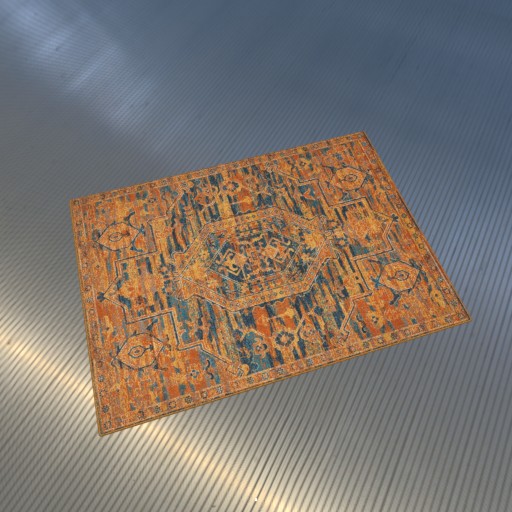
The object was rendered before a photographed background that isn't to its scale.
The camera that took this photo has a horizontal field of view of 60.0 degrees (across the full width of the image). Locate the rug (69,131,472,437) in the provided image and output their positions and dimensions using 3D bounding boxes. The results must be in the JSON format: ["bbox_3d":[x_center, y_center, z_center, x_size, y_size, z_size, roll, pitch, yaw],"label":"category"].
[{"bbox_3d":[0.000,0.000,2.839,2.204,0.024,1.588,-15,62,-8],"label":"rug"}]
